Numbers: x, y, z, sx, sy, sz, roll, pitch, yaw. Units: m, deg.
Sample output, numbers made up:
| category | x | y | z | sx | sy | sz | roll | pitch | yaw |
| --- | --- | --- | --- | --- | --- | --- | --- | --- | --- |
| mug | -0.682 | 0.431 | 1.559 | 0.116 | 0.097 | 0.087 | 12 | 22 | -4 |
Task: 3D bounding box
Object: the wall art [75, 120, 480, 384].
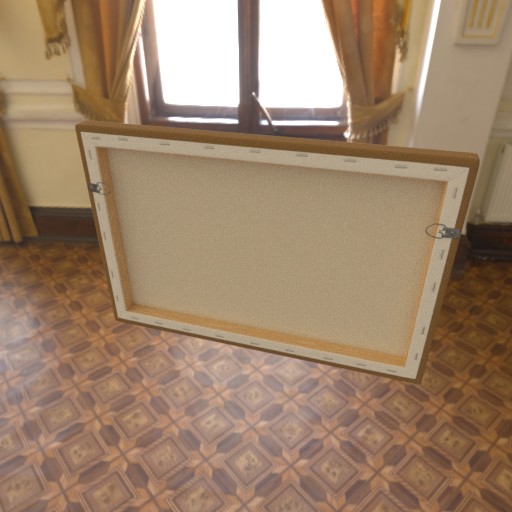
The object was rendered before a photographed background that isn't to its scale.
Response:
| category | x | y | z | sx | sy | sz | roll | pitch | yaw |
| --- | --- | --- | --- | --- | --- | --- | --- | --- | --- |
| wall art | 0.000 | 0.000 | 0.472 | 0.380 | 0.254 | 0.019 | 9 | 32 | 14 |
